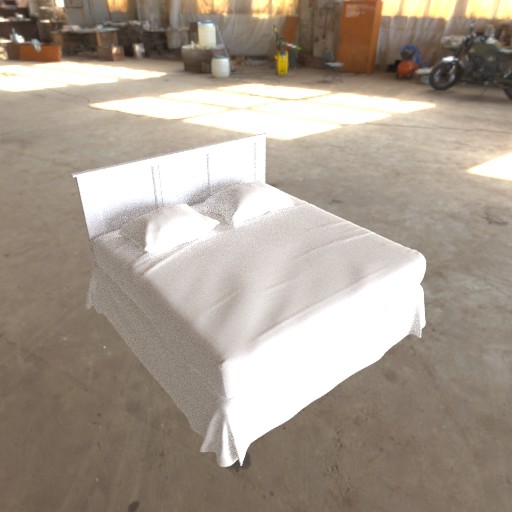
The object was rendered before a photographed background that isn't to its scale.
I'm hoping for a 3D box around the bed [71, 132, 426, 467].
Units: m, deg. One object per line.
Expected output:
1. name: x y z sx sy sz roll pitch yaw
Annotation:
1. bed: 0.000 0.000 3.661 2.317 1.273 2.215 -22 37 -32
